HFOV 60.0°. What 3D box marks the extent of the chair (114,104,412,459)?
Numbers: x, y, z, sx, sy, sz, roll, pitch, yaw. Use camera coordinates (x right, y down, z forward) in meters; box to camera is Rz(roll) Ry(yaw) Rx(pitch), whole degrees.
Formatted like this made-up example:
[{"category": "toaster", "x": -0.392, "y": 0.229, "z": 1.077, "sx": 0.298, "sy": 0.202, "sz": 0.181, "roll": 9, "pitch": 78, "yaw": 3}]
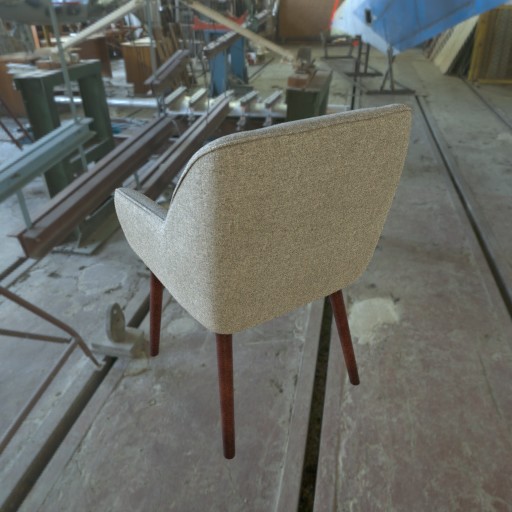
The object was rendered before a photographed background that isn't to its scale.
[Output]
[{"category": "chair", "x": 0.000, "y": 0.000, "z": 1.139, "sx": 0.543, "sy": 0.803, "sz": 0.519, "roll": -19, "pitch": 36, "yaw": -28}]
